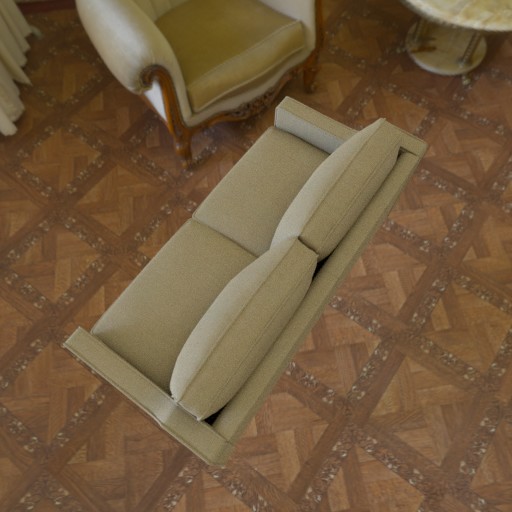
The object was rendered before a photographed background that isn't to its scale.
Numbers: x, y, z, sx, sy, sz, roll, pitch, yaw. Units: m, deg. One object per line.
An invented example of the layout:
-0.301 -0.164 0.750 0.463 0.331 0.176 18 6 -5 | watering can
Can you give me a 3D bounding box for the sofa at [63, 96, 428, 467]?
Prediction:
0.000 0.000 2.773 1.066 1.071 2.178 32 69 14 | sofa
